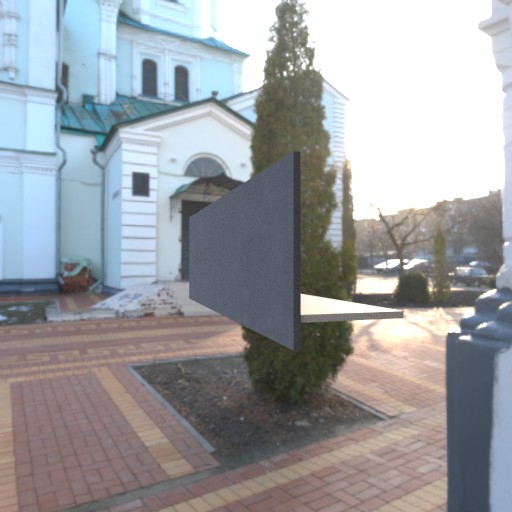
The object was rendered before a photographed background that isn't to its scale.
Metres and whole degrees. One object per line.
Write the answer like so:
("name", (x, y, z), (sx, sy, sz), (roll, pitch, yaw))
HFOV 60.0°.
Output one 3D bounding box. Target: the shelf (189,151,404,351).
("shelf", (0.000, 0.000, 1.181), (0.200, 0.300, 1.020), (0, -1, -17))
